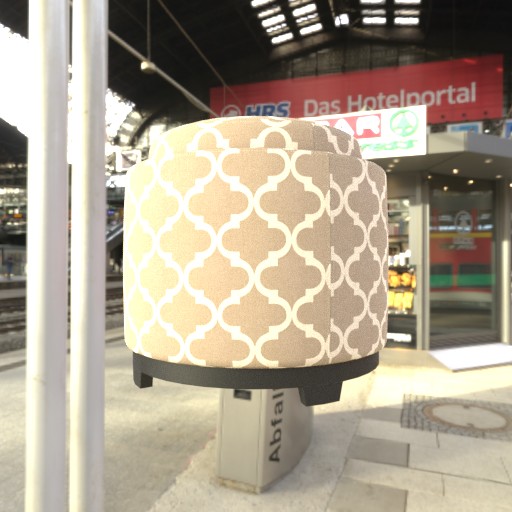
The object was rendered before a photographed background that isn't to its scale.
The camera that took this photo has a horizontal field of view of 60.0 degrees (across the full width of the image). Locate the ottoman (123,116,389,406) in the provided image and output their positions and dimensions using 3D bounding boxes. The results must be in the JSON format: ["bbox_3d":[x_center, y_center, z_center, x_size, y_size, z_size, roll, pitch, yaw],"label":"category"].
[{"bbox_3d":[0.000,0.000,0.837,0.480,0.429,0.480,0,-1,0],"label":"ottoman"}]
